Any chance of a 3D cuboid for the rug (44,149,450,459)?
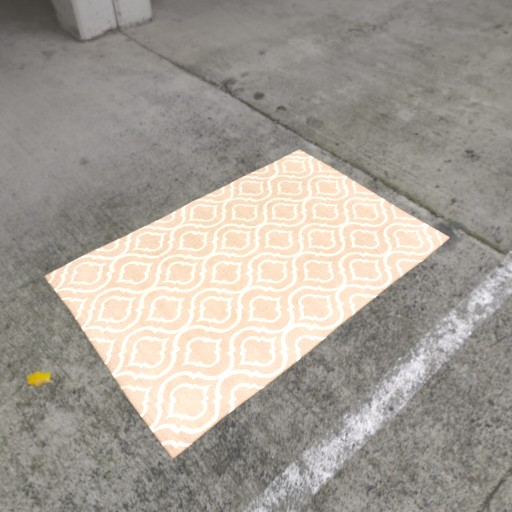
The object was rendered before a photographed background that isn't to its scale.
[{"bbox_3d":[0.000,0.000,2.257,1.761,0.013,1.152,-32,53,-27],"label":"rug"}]
